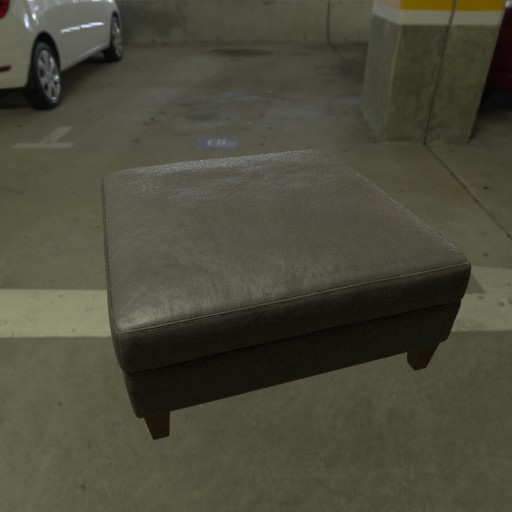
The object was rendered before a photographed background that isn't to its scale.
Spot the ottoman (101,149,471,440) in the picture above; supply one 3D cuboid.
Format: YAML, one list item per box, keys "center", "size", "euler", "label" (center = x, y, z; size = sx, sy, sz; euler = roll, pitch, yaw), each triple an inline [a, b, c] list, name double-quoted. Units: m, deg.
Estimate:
- center: [0.000, 0.000, 1.325]
  size: [0.836, 0.415, 0.844]
  euler: [-10, 34, -15]
  label: "ottoman"
